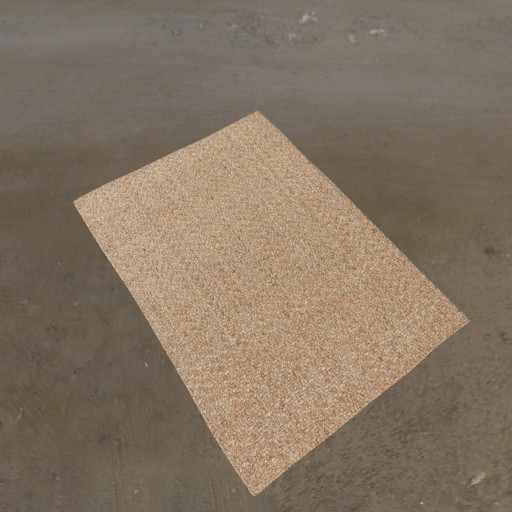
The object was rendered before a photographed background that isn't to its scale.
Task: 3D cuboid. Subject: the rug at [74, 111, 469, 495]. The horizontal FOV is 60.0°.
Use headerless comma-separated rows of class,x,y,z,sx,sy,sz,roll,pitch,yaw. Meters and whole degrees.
rug,0.000,0.000,2.761,1.566,0.013,2.141,-31,64,-17
